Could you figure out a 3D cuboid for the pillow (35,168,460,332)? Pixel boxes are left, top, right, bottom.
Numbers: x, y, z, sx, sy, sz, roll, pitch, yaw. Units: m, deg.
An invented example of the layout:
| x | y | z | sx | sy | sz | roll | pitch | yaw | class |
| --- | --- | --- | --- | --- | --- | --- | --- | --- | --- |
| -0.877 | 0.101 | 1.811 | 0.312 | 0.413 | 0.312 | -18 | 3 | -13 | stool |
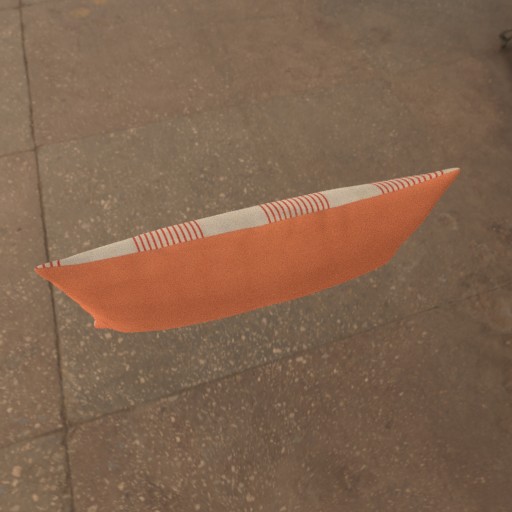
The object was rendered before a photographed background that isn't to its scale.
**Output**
| x | y | z | sx | sy | sz | roll | pitch | yaw | class |
| --- | --- | --- | --- | --- | --- | --- | --- | --- | --- |
| 0.000 | 0.000 | 0.739 | 0.608 | 0.292 | 0.156 | -14 | 58 | -9 | pillow |
